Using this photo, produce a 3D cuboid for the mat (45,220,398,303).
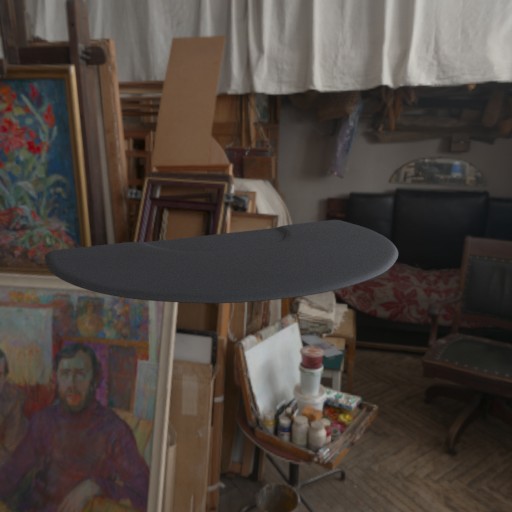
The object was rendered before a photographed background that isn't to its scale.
[{"bbox_3d":[0.000,0.000,1.799,1.525,0.022,0.917,-8,18,-26],"label":"mat"}]
